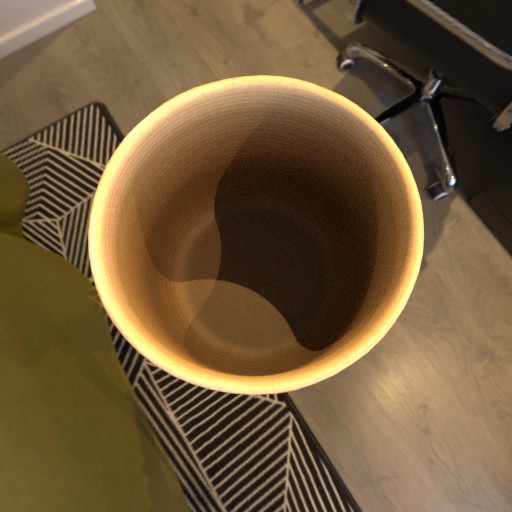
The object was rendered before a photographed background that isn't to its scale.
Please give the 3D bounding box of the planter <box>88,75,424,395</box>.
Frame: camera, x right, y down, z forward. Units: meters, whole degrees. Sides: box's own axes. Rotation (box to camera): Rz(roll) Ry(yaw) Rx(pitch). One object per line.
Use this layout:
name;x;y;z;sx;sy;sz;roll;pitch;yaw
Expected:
planter;0.000;0.000;0.286;0.170;0.152;0.170;0;76;0
